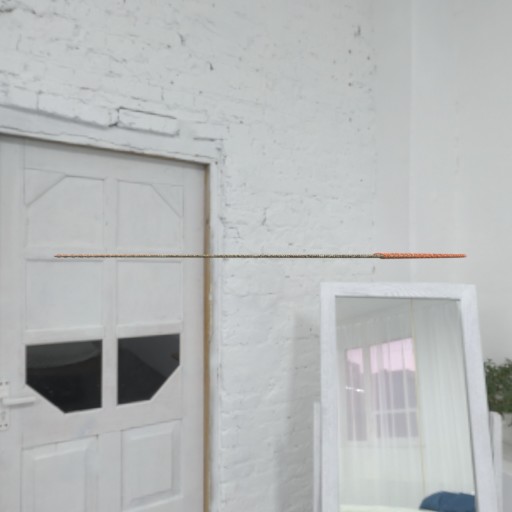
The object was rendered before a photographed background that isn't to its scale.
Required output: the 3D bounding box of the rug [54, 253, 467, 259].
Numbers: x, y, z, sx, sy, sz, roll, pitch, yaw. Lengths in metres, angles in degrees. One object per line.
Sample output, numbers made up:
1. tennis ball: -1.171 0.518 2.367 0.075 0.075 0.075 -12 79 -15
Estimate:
1. rug: 0.000 0.000 2.331 1.838 0.019 1.220 0 0 35
